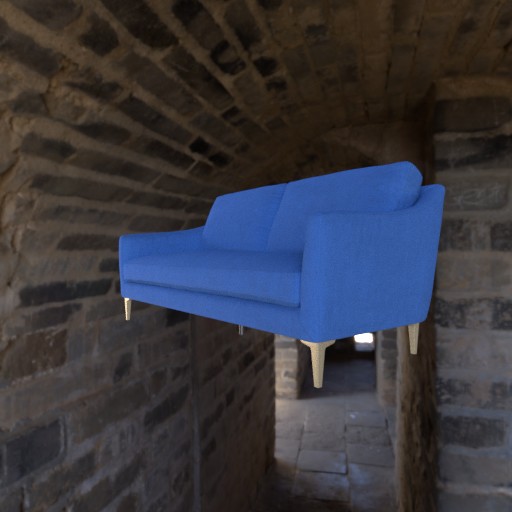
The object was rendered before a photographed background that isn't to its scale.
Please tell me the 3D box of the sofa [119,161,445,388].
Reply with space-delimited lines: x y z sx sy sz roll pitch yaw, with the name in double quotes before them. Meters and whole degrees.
"sofa" 0.000 0.000 2.569 0.960 0.903 2.036 0 0 -36
